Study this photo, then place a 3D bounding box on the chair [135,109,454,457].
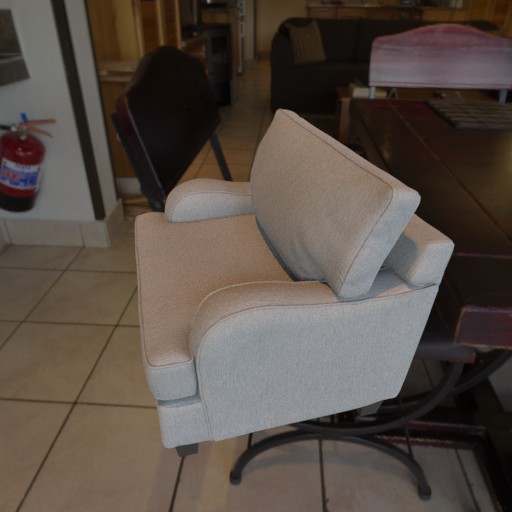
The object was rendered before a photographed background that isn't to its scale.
[{"bbox_3d":[0.000,0.000,1.968,1.041,1.016,1.220,-7,31,-13],"label":"chair"}]
